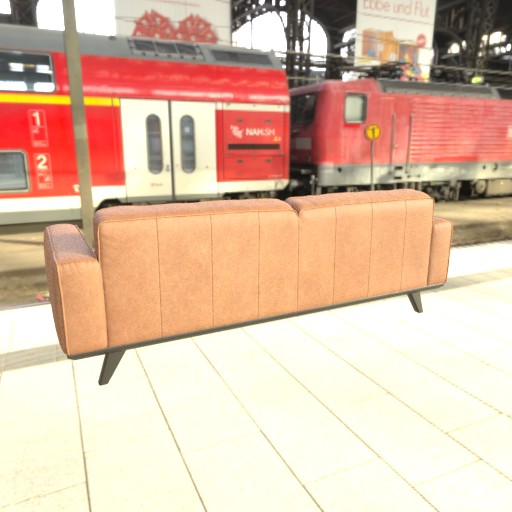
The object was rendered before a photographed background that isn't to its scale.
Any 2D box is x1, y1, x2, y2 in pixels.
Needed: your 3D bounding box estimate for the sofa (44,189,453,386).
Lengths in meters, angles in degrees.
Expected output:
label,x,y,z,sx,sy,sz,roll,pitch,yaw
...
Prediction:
label,x,y,z,sx,sy,sz,roll,pitch,yaw
sofa,0.000,0.000,2.652,2.270,0.780,0.953,-7,16,-26
